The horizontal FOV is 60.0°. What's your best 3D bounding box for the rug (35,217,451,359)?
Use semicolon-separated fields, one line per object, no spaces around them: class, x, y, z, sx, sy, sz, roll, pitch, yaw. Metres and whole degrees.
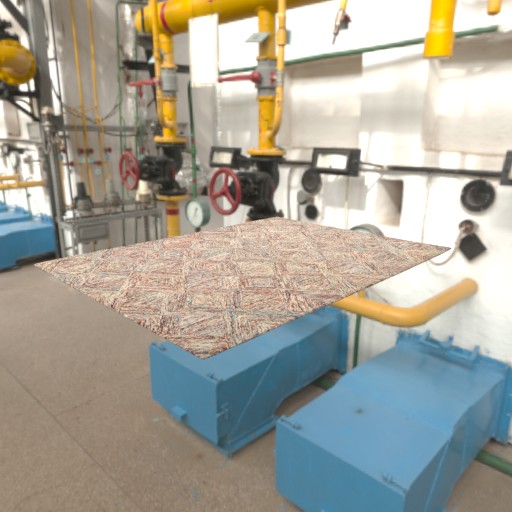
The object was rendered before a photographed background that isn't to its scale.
rug;0.000;0.000;4.217;3.226;0.024;2.436;-15;22;-43
